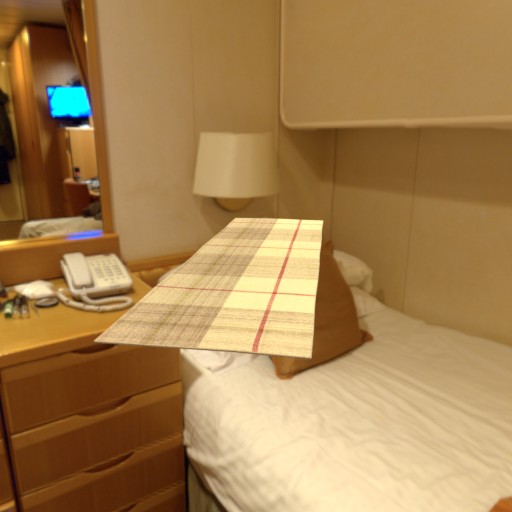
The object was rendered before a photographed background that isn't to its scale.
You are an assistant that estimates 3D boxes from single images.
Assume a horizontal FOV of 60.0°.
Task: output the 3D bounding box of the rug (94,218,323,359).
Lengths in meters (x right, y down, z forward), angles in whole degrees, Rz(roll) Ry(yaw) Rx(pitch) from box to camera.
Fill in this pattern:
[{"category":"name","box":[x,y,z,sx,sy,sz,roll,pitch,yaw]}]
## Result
[{"category":"rug","box":[0.000,0.000,2.663,0.762,0.013,2.439,2,15,9]}]
